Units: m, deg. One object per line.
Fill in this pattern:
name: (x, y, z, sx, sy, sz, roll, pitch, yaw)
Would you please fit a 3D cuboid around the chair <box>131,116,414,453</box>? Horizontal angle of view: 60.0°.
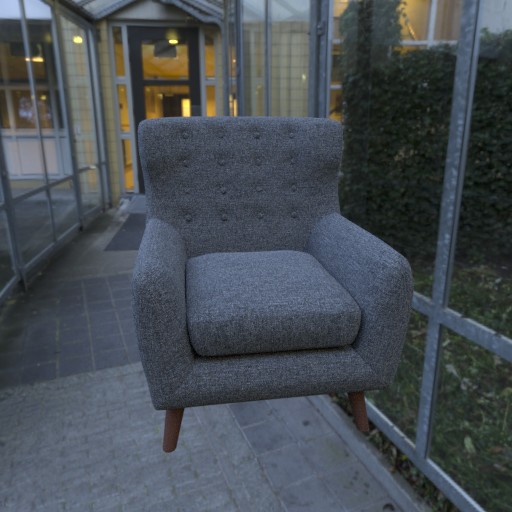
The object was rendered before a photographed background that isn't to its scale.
chair: (0.000, 0.000, 1.713, 0.889, 1.039, 0.940, -3, 17, -8)
